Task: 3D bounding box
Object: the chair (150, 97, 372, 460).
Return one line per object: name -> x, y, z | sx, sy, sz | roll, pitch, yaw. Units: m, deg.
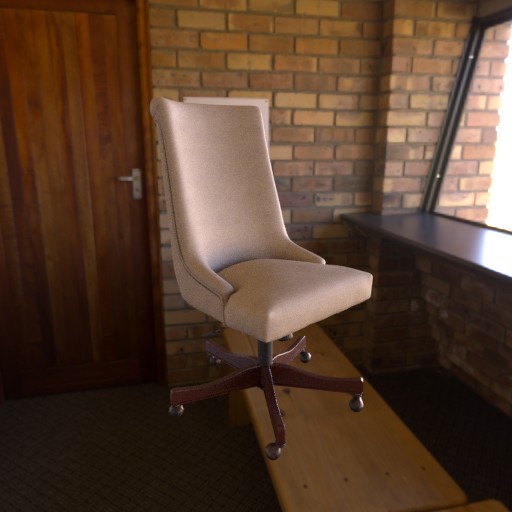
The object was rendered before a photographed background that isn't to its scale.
chair -> 0.000, 0.000, 1.484 | 0.645, 1.010, 0.696 | -13, 19, -43
